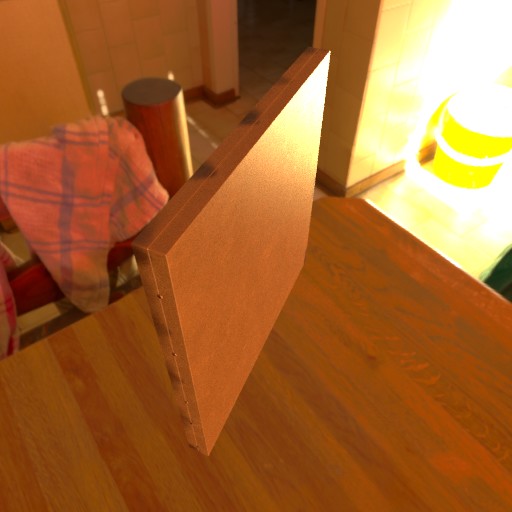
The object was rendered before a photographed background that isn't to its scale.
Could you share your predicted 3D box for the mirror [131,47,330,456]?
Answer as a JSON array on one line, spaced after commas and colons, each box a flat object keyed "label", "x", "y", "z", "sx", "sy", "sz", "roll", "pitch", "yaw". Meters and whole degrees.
[{"label": "mirror", "x": 0.000, "y": 0.000, "z": 0.756, "sx": 0.042, "sy": 0.507, "sz": 0.509, "roll": 18, "pitch": 49, "yaw": 16}]
